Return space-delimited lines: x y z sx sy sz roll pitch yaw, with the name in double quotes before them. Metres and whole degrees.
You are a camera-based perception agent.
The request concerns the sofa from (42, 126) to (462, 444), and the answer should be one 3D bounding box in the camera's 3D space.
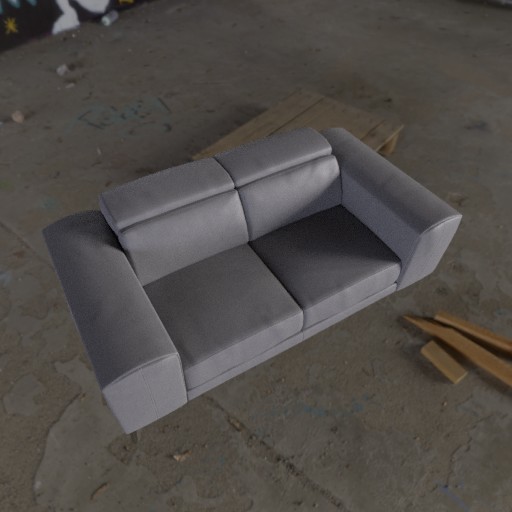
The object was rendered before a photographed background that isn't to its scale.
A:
"sofa" 0.000 0.000 2.371 1.895 0.779 1.003 -23 51 -21
